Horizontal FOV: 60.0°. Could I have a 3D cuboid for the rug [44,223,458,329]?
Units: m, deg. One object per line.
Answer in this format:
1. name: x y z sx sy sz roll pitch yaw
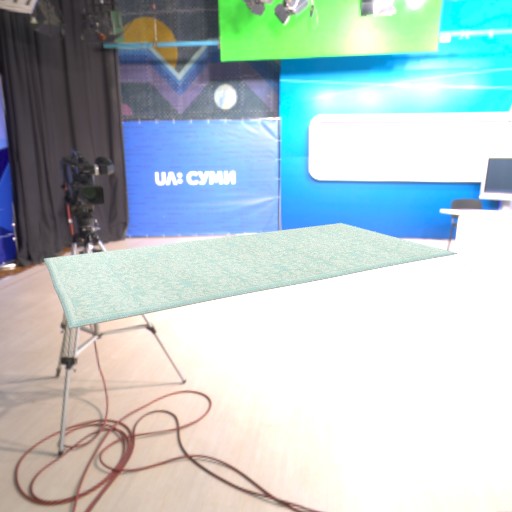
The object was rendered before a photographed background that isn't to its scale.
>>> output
1. rug: 0.000 0.000 1.451 1.219 0.007 0.604 -8 17 -28
